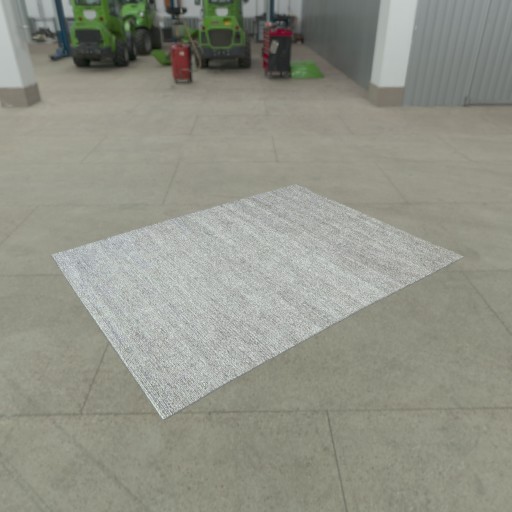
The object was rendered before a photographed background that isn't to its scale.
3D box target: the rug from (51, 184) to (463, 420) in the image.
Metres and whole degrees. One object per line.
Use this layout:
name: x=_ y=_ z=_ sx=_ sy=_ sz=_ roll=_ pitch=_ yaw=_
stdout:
rug: x=0.000 y=0.000 z=4.296 sx=3.202 sy=0.045 sz=2.434 roll=-21 pitch=36 yaw=-31
